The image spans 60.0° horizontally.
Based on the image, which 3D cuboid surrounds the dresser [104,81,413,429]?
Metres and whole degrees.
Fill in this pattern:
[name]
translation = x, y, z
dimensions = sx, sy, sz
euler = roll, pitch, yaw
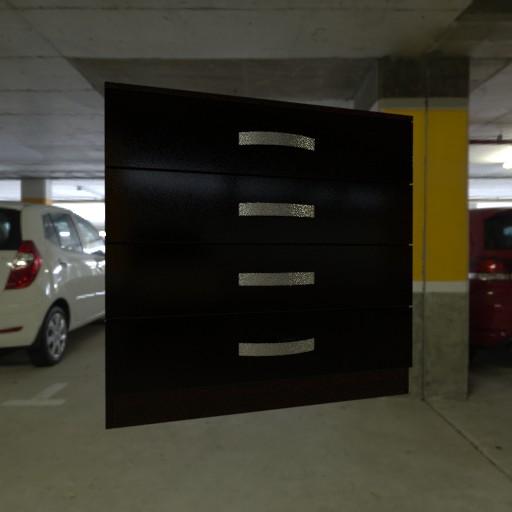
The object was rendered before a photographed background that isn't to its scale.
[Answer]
[dresser]
translation = 0.000, 0.000, 1.167
dimensions = 0.750, 0.720, 0.360
euler = 0, 1, -18
